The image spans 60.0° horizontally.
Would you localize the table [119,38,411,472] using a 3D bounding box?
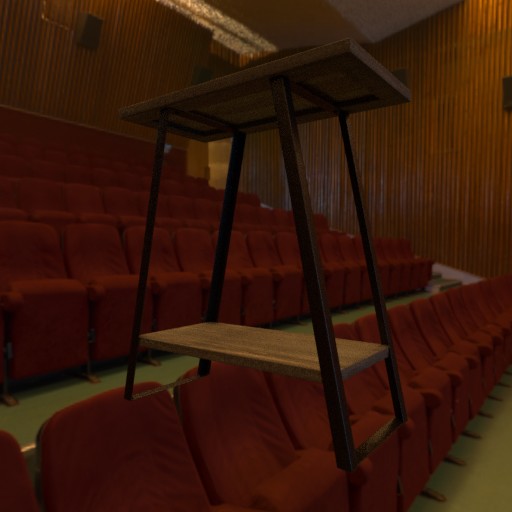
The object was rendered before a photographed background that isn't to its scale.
[{"bbox_3d":[0.000,0.000,1.005,0.599,0.701,0.300,1,1,37],"label":"table"}]
